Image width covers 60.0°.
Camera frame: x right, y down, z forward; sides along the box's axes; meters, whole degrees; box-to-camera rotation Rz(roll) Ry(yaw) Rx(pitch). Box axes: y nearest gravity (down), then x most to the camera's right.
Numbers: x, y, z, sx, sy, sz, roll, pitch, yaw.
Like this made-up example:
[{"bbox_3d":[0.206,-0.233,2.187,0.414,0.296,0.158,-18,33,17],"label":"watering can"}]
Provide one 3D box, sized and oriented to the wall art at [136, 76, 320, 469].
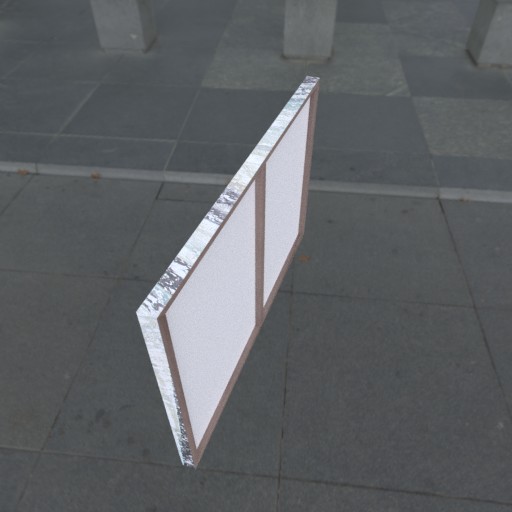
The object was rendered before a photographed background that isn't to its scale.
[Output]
[{"bbox_3d":[0.000,0.000,1.177,0.038,0.598,0.919,15,47,15],"label":"wall art"}]
